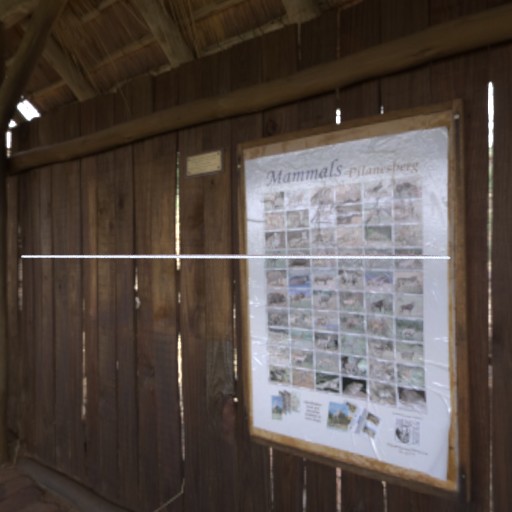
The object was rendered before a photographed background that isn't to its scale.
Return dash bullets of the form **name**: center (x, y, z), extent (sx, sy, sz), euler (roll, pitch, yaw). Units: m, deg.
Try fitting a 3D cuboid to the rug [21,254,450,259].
- **rug**: center (0.000, 0.000, 4.183), extent (3.123, 0.017, 2.447), euler (0, 0, 18)
